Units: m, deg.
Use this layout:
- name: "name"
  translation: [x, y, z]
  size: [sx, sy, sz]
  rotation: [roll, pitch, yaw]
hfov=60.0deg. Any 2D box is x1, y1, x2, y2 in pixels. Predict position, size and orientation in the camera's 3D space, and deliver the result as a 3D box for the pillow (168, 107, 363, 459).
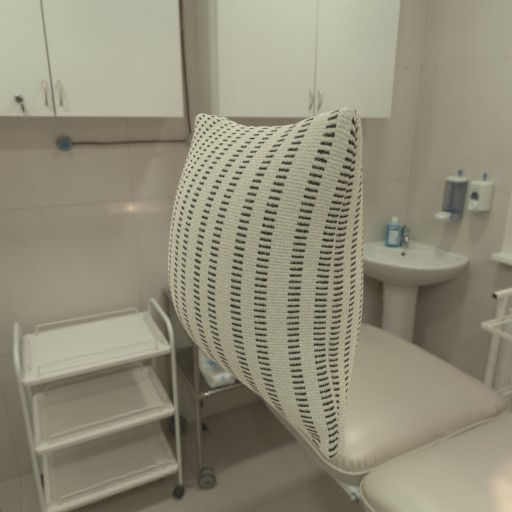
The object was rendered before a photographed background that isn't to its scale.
- name: "pillow"
  translation: [0.000, 0.000, 0.672]
  size: [0.247, 0.419, 0.438]
  rotation: [-9, 19, -26]
